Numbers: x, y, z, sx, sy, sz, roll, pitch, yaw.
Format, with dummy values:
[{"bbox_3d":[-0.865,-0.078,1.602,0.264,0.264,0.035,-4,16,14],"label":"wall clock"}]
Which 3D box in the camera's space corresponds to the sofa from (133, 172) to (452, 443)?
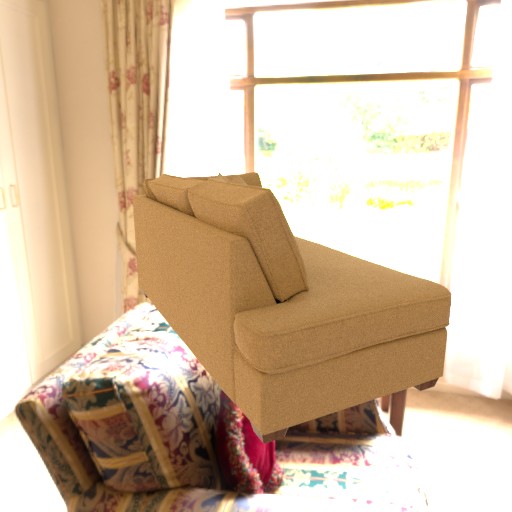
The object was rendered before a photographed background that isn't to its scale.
[{"bbox_3d":[0.000,0.000,2.865,1.110,1.033,2.237,-7,16,-26],"label":"sofa"}]
